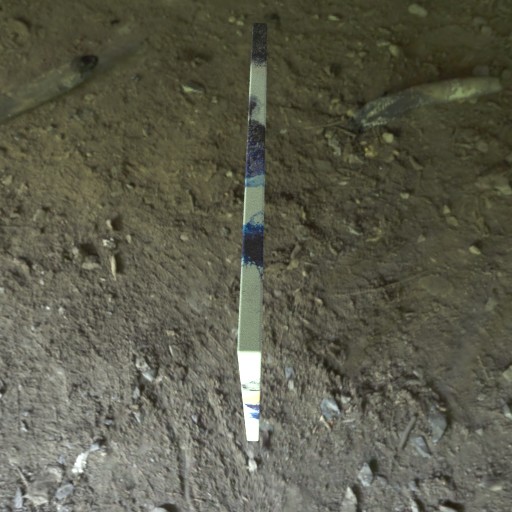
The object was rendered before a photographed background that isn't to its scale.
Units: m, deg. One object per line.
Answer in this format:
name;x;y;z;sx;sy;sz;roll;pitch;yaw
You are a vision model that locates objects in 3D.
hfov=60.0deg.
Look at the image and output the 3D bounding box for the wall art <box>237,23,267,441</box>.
wall art;0.000;0.000;1.305;0.038;0.885;0.887;1;59;1
